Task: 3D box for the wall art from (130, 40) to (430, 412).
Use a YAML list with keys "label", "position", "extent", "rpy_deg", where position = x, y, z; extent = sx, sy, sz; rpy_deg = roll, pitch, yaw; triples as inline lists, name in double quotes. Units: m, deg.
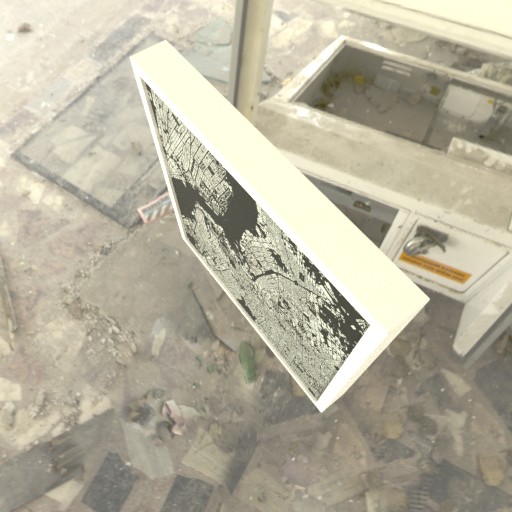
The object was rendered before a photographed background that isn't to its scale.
- label: "wall art"
  position: [0.000, 0.000, 0.458]
  extent: [0.037, 0.305, 0.305]
  rpy_deg: [-34, 67, -16]
